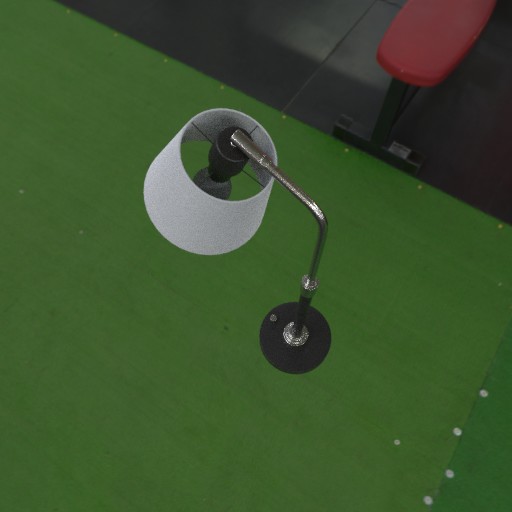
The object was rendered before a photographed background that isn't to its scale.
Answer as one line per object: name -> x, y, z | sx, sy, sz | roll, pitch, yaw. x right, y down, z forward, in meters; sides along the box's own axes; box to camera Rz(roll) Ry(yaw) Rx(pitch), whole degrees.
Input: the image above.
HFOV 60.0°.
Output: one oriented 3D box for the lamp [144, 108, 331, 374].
lamp -> 0.000, 0.000, 0.714 | 0.348, 0.539, 0.181 | 33, 68, 15
